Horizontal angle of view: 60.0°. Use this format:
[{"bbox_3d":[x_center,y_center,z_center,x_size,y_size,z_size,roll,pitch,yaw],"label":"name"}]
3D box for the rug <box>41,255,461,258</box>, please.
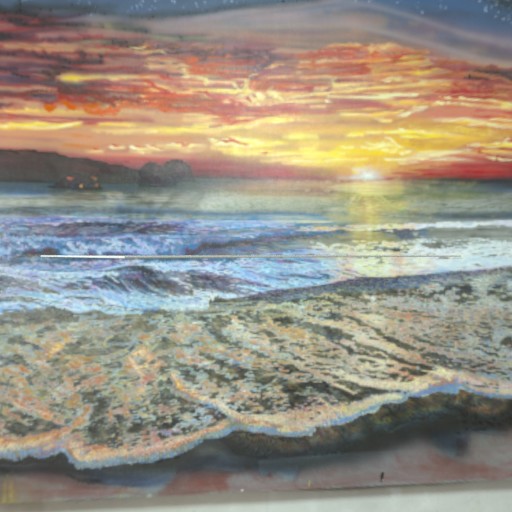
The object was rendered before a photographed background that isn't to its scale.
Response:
[{"bbox_3d":[0.000,0.000,2.879,2.284,0.008,1.522,0,0,-36],"label":"rug"}]
